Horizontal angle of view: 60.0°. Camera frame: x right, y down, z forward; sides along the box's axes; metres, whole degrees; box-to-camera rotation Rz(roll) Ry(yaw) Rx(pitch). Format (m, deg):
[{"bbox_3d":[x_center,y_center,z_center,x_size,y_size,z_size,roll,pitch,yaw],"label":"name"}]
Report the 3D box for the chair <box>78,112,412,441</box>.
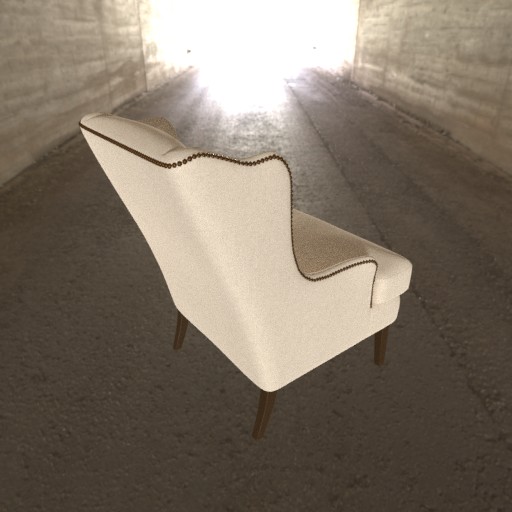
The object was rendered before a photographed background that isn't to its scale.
[{"bbox_3d":[0.000,0.000,1.630,0.940,1.029,0.737,-18,32,-32],"label":"chair"}]
